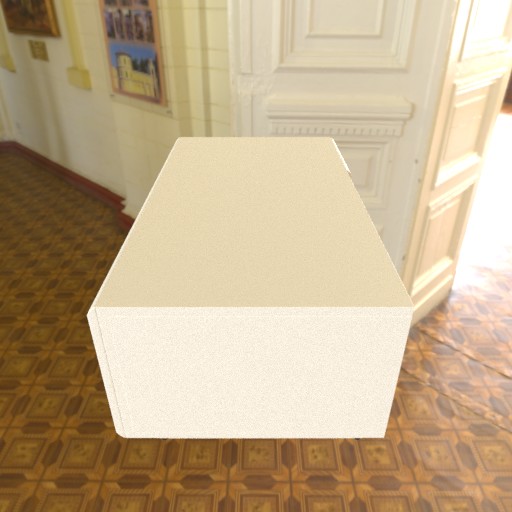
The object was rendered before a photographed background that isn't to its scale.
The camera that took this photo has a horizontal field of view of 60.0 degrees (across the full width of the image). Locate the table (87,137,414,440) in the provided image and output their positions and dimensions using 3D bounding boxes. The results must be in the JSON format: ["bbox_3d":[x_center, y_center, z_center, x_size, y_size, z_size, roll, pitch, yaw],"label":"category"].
[{"bbox_3d":[0.000,0.000,1.407,0.639,0.442,1.097,0,31,0],"label":"table"}]
